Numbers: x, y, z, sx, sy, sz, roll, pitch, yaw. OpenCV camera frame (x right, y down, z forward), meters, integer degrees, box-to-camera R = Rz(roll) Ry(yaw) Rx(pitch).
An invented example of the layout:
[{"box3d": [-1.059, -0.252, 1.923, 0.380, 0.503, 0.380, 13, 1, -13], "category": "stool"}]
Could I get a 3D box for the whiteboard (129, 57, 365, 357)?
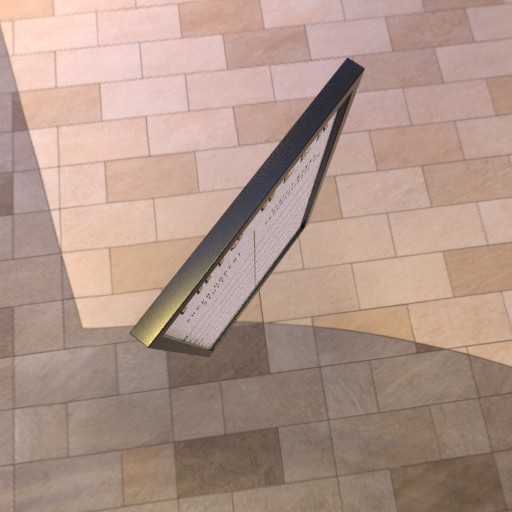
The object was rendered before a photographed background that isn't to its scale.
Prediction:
[{"box3d": [0.000, 0.000, 0.787, 0.026, 0.611, 0.406, 35, 79, 8], "category": "whiteboard"}]
